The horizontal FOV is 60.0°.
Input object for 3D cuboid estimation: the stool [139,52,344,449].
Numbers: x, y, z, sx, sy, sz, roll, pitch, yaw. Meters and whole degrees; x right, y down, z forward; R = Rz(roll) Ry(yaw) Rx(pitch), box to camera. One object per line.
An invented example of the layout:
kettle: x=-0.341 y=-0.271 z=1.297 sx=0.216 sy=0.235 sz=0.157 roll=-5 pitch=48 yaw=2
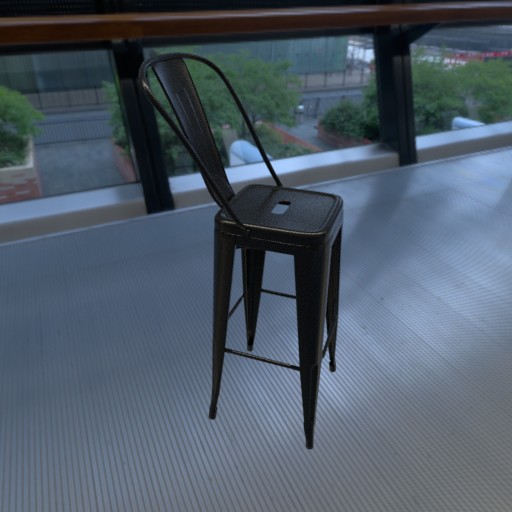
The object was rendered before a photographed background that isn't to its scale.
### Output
stool: x=0.000 y=0.000 z=1.332 sx=0.513 sy=1.096 sz=0.399 roll=10 pitch=32 yaw=17
